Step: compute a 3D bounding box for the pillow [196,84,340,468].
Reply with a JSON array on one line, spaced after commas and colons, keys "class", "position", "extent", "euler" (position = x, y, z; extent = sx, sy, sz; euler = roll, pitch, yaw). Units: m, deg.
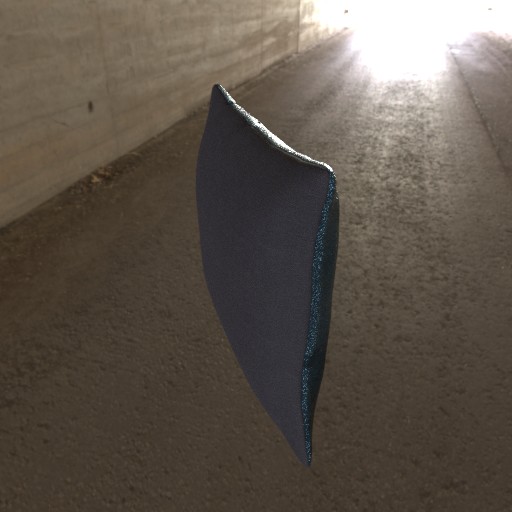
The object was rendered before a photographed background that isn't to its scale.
[{"class": "pillow", "position": [0.000, 0.000, 0.670], "extent": [0.138, 0.430, 0.436], "euler": [-10, 32, -16]}]
